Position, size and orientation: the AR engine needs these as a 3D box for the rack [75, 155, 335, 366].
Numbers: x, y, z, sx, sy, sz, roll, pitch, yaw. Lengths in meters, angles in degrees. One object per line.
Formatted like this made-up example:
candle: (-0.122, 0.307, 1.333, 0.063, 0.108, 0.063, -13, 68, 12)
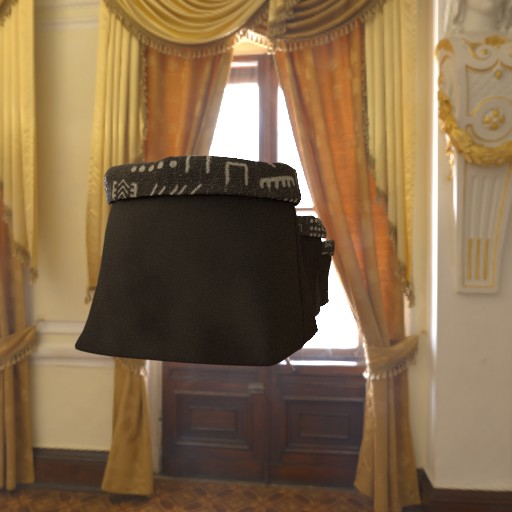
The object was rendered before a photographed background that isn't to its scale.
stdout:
rack: (0.000, 0.000, 1.089, 0.379, 0.323, 0.905, 0, 1, 19)
